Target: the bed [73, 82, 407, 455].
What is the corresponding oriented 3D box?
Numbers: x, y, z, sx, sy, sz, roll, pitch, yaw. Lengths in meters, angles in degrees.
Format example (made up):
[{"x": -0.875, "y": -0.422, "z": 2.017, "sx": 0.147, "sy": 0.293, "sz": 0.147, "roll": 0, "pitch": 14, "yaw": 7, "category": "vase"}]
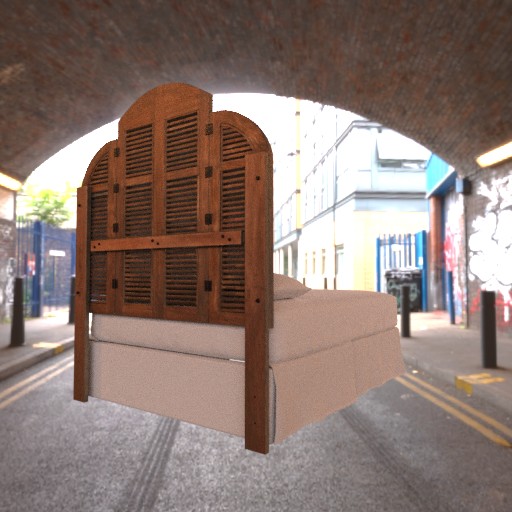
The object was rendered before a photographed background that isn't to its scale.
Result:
[{"x": 0.000, "y": 0.000, "z": 3.501, "sx": 1.713, "sy": 2.019, "sz": 2.138, "roll": -2, "pitch": -3, "yaw": 35, "category": "bed"}]
